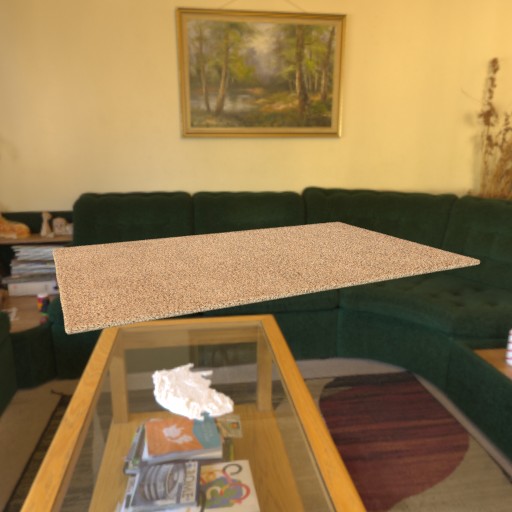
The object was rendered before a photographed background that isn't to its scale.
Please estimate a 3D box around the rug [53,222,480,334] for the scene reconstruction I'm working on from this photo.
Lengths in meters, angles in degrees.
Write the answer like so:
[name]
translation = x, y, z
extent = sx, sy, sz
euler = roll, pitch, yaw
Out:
[rug]
translation = 0.000, 0.000, 2.959
extent = 2.438, 0.030, 1.524
euler = -7, 16, -25
